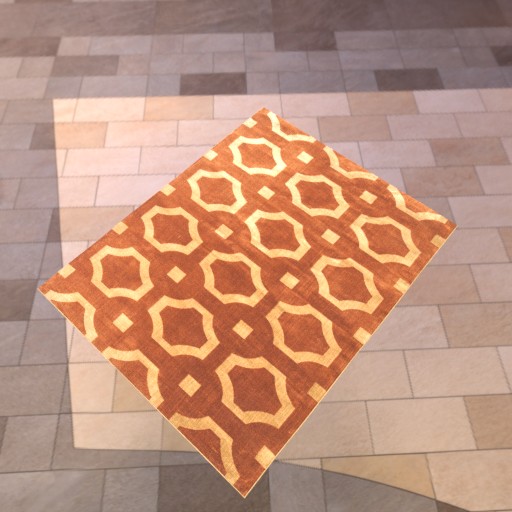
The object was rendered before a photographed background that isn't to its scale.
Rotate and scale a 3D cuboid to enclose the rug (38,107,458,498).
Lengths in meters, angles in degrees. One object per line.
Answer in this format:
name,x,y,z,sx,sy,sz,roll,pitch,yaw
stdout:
rug,0.000,0.000,4.075,2.466,0.021,3.049,37,67,19
